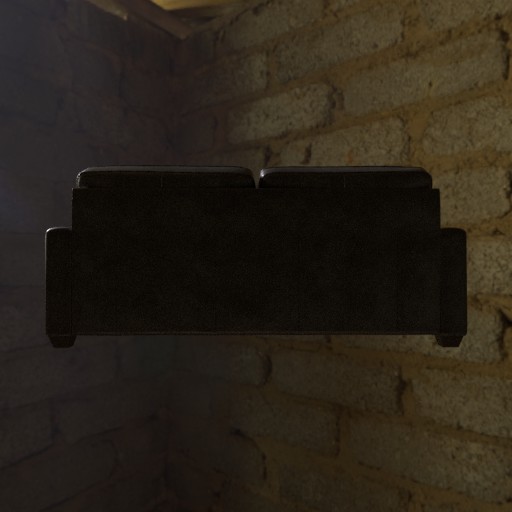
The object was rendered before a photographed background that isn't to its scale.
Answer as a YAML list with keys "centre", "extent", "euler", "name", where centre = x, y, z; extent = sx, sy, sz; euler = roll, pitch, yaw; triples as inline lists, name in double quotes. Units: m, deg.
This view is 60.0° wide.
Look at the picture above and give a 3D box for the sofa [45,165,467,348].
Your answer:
- centre: [0.000, 0.000, 2.609]
  extent: [2.081, 0.916, 0.939]
  euler: [0, -1, -1]
  name: "sofa"
